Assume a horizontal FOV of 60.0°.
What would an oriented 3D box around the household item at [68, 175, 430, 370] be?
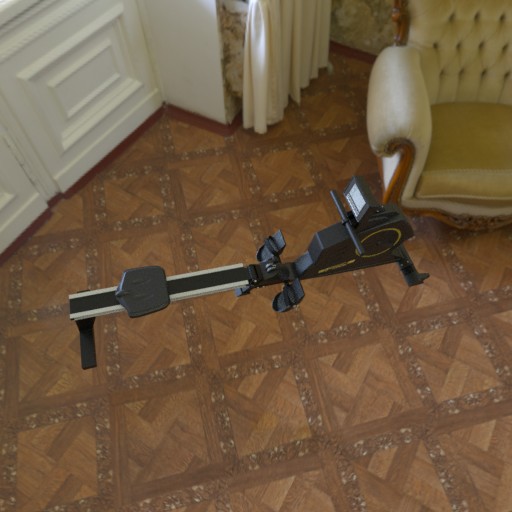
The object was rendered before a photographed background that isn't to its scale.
[{"bbox_3d":[0.000,0.000,2.582,2.251,0.810,0.521,-13,58,-8],"label":"household item"}]
